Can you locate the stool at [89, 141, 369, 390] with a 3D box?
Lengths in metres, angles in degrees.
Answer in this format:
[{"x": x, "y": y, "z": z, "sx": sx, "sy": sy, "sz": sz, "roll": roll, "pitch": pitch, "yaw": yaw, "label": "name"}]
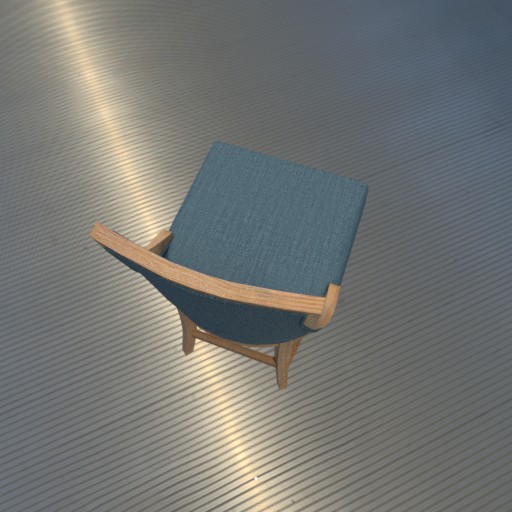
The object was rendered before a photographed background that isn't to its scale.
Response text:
[{"x": 0.000, "y": 0.000, "z": 1.299, "sx": 0.524, "sy": 0.938, "sz": 0.626, "roll": 18, "pitch": 65, "yaw": 9, "label": "stool"}]
